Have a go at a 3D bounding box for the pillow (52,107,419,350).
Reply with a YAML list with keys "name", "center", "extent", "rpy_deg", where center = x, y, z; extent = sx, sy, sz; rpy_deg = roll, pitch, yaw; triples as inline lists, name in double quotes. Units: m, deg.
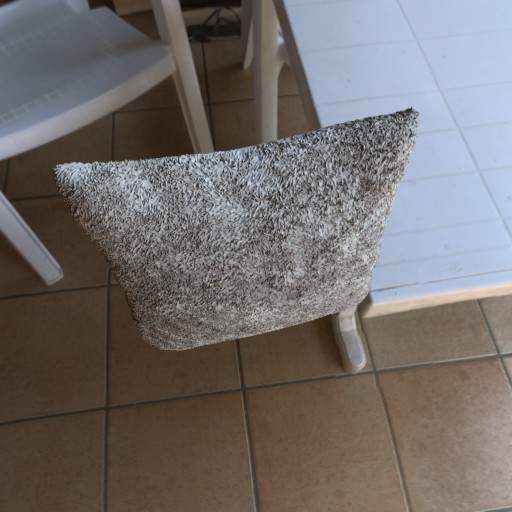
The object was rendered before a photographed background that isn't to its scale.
- name: "pillow"
  center: [0.000, 0.000, 0.803]
  extent: [0.529, 0.515, 0.218]
  rpy_deg: [-12, 63, -6]
